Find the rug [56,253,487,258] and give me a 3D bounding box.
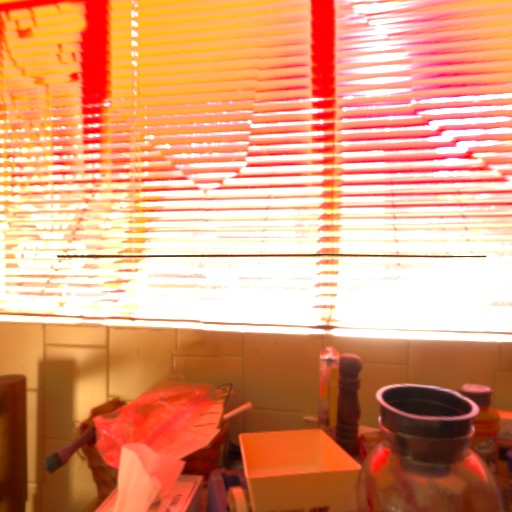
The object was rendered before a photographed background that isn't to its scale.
[{"bbox_3d":[0.000,0.000,3.006,2.338,0.030,1.616,0,0,-19],"label":"rug"}]
